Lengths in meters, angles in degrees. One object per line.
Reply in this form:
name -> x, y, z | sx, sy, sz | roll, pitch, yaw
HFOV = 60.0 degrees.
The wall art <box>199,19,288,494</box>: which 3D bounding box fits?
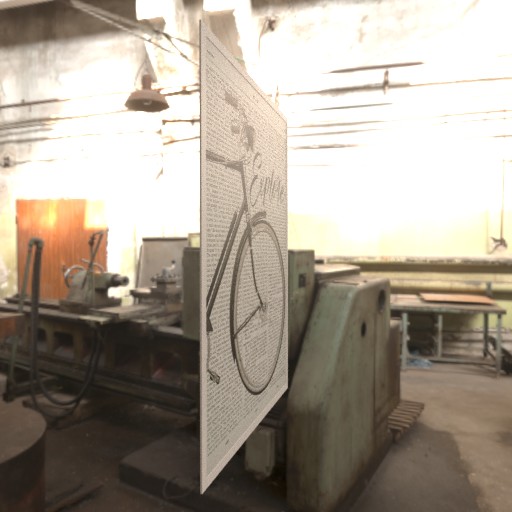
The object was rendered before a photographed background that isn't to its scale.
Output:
wall art -> 0.000, 0.000, 0.787 | 0.003, 0.610, 0.457 | 0, 1, 18
